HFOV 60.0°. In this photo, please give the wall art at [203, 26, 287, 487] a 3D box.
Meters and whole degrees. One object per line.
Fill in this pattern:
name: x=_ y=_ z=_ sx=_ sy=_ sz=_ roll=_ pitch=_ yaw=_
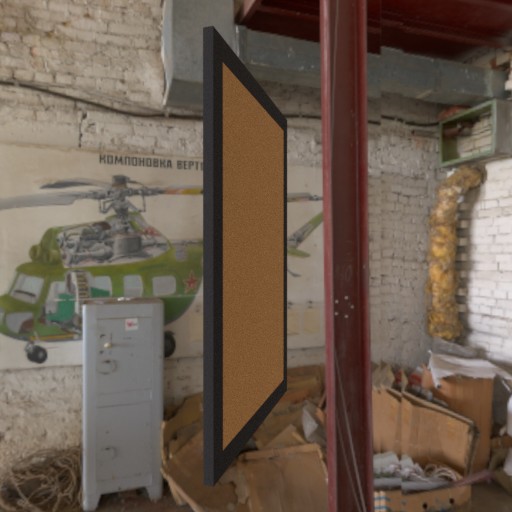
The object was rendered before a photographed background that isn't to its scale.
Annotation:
wall art: x=0.000 y=0.000 z=0.697 sx=0.013 sy=0.534 sz=0.380 roll=0 pitch=0 yaw=17
